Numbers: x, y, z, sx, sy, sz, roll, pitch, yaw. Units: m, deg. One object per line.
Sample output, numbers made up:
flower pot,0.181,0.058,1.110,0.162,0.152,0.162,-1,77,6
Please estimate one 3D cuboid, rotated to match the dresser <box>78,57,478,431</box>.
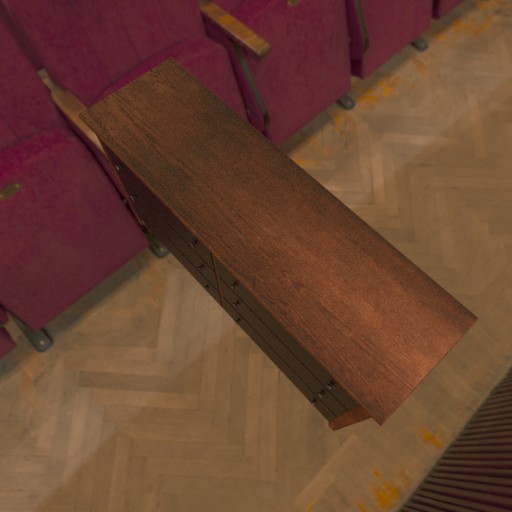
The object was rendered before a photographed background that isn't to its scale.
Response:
dresser,0.000,0.000,1.940,0.463,0.856,1.551,-40,71,-17
